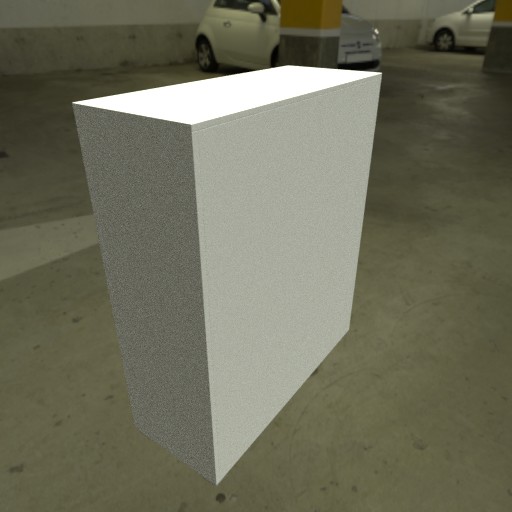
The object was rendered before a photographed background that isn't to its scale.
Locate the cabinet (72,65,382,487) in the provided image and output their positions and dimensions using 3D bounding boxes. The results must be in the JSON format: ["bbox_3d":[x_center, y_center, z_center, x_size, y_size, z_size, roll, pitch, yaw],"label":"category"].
[{"bbox_3d":[0.000,0.000,1.637,0.400,1.190,1.000,19,35,31],"label":"cabinet"}]
